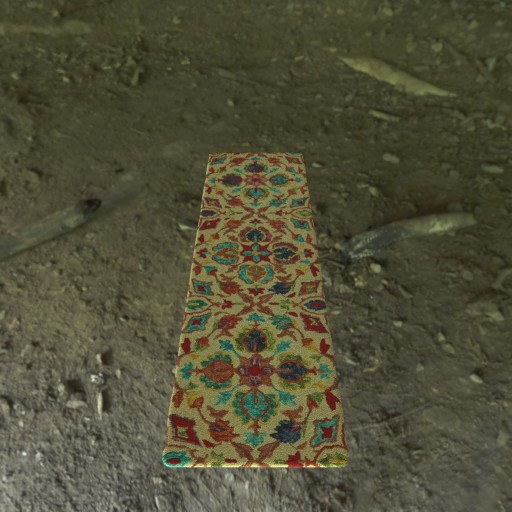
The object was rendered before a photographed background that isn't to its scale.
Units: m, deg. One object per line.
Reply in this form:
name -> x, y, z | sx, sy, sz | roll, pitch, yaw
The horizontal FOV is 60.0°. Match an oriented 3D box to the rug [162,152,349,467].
rug -> 0.000, 0.000, 2.449 | 0.693, 0.016, 2.273 | 0, 42, 0
